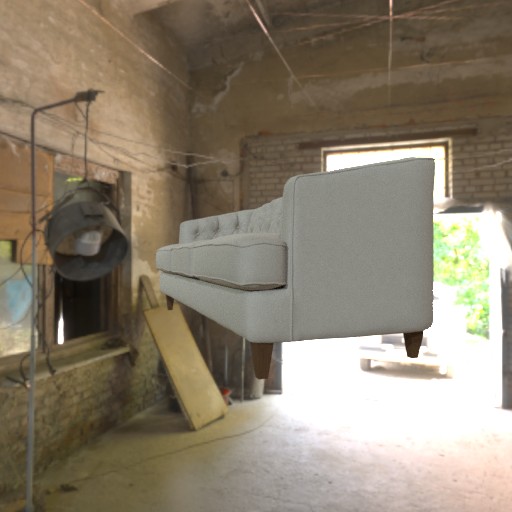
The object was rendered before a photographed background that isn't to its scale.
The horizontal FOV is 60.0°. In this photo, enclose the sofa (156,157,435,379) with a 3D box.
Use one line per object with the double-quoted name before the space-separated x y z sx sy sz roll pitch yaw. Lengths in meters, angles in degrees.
"sofa" 0.000 0.000 2.657 0.941 0.855 2.278 0 0 -20
